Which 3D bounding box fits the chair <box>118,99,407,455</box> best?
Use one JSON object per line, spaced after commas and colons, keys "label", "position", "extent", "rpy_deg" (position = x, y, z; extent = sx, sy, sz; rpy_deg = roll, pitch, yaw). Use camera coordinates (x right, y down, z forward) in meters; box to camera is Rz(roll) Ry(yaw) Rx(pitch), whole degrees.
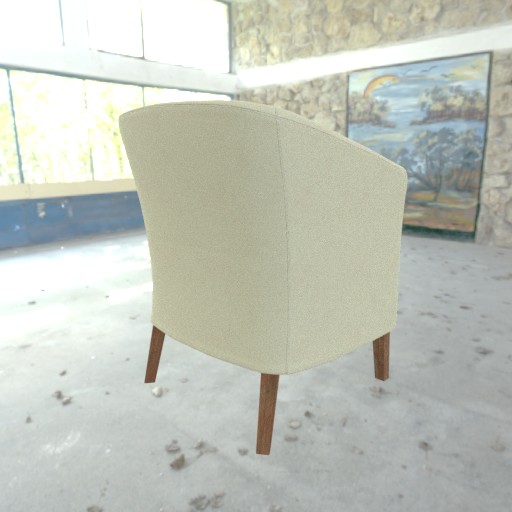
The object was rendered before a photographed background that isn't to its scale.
{"label": "chair", "position": [0.000, 0.000, 1.324], "extent": [0.643, 0.822, 0.657], "rpy_deg": [12, 18, 43]}
